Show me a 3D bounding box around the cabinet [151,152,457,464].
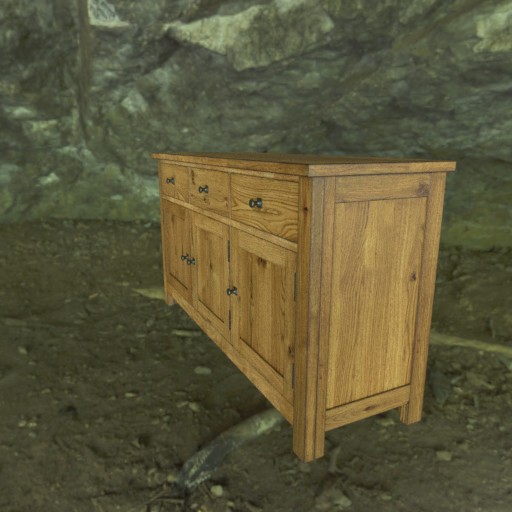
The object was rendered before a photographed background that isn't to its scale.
[{"bbox_3d":[0.000,0.000,1.834,0.480,0.813,1.474,-7,16,-26],"label":"cabinet"}]
